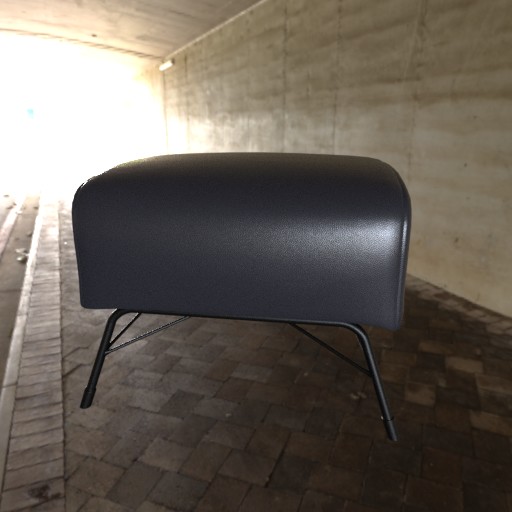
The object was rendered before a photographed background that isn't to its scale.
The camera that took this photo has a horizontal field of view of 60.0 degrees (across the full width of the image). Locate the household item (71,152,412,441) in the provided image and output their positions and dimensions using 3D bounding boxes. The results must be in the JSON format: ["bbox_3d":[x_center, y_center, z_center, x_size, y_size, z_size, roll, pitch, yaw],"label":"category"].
[{"bbox_3d":[0.000,0.000,0.906,0.530,0.410,0.530,3,17,9],"label":"household item"}]
